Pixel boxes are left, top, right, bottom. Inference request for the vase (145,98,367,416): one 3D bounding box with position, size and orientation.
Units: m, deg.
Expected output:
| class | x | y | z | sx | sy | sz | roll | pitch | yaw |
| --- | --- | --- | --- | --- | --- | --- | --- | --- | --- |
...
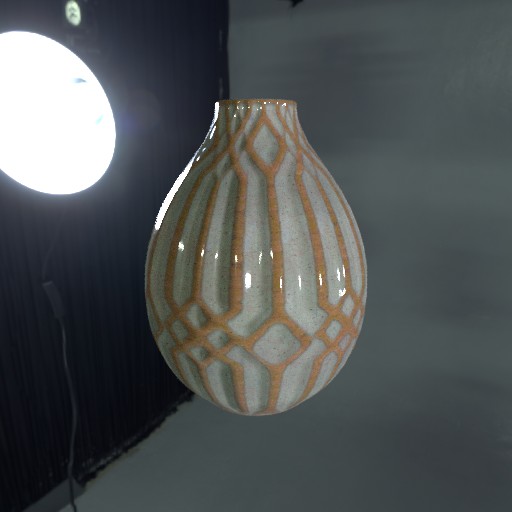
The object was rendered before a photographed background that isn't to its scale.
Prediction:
| class | x | y | z | sx | sy | sz | roll | pitch | yaw |
| --- | --- | --- | --- | --- | --- | --- | --- | --- | --- |
| vase | 0.000 | 0.000 | 0.265 | 0.131 | 0.175 | 0.131 | 0 | 15 | 0 |
